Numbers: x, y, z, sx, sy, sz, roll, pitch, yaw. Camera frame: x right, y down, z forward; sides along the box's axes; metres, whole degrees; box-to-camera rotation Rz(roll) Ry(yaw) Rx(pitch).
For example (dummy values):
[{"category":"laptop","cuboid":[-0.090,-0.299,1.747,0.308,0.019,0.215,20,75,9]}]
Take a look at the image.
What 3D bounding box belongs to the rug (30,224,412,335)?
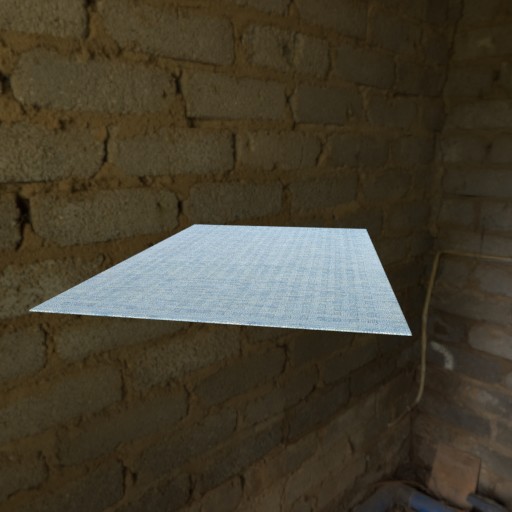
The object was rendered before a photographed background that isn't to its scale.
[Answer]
[{"category":"rug","cuboid":[0.000,0.000,2.815,1.522,0.006,2.286,2,13,9]}]
